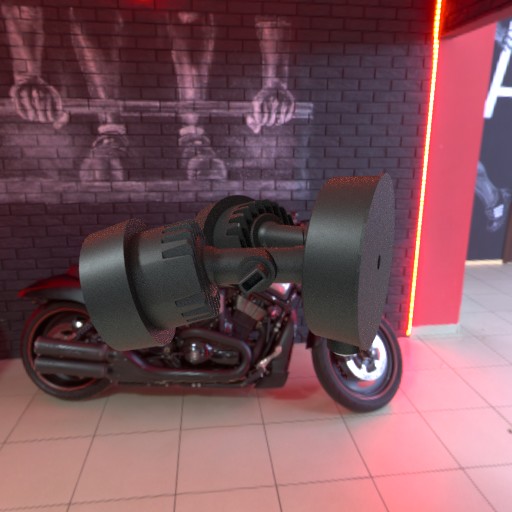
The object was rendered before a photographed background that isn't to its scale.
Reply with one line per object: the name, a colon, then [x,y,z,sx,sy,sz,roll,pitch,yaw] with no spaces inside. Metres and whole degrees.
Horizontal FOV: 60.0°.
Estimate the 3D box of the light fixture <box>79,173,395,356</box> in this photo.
light fixture: [0.000,0.000,0.310,0.168,0.120,0.213,7,16,25]
